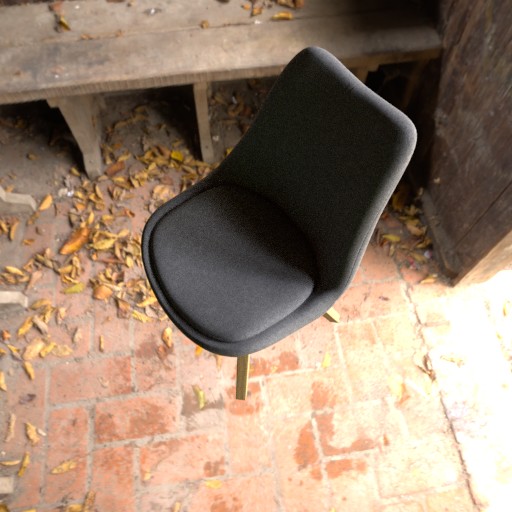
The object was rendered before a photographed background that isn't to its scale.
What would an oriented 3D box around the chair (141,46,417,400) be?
[{"bbox_3d":[0.000,0.000,1.166,0.550,0.865,0.483,-34,68,-16],"label":"chair"}]
